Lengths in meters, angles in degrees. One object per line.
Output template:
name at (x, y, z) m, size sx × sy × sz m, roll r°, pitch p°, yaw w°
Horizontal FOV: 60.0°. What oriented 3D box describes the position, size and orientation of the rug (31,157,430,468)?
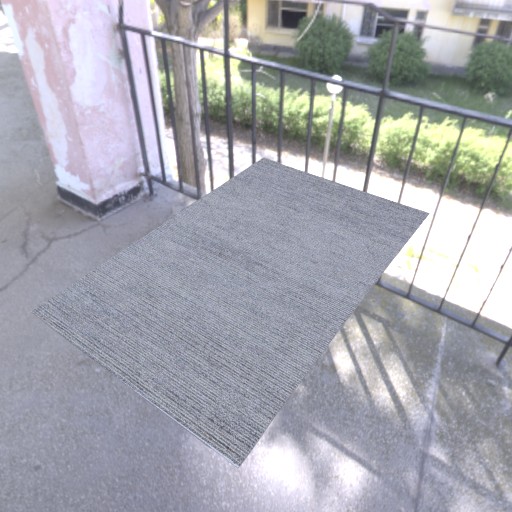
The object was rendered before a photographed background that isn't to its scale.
rug at (0.000, 0.000, 2.238) m, size 1.159 × 0.021 × 1.789 m, roll 25°, pitch 46°, yaw 27°
